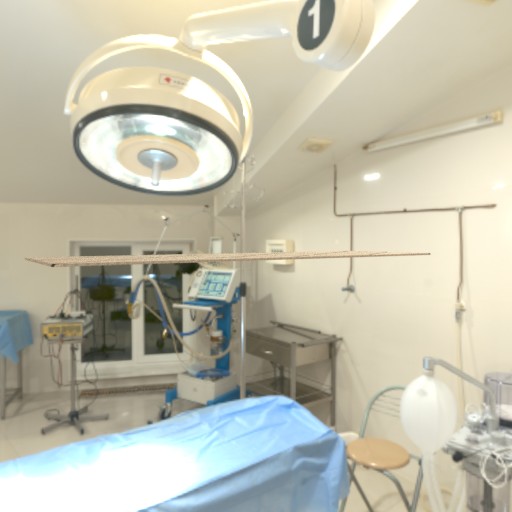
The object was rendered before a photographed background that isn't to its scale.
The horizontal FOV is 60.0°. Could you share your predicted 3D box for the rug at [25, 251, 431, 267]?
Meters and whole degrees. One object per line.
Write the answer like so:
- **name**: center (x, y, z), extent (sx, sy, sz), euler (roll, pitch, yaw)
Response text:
- **rug**: center (0.000, 0.000, 2.712), extent (2.438, 0.012, 0.762), euler (-1, 3, -35)
